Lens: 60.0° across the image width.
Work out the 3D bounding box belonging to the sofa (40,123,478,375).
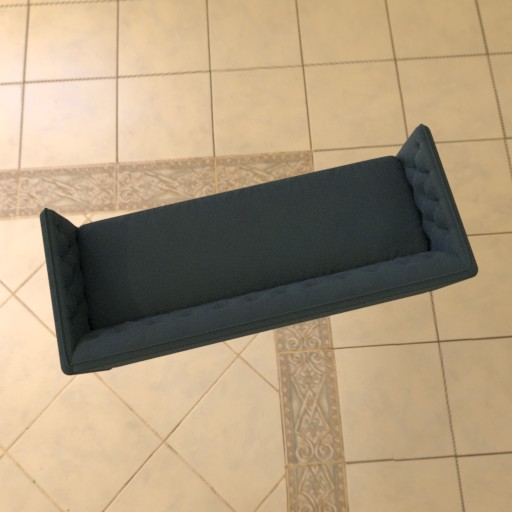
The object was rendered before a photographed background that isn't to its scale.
[{"bbox_3d":[0.000,0.000,2.666,2.209,0.771,0.895,-13,78,-3],"label":"sofa"}]
